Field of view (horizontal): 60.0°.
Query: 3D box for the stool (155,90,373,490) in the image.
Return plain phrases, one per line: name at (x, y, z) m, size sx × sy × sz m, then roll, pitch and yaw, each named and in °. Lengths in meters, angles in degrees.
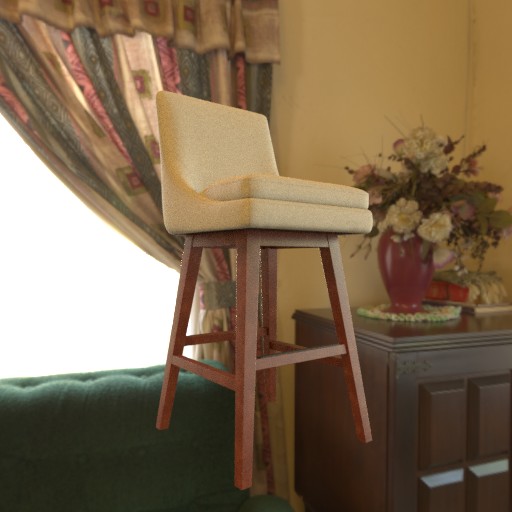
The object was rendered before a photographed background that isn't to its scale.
stool at (0.000, 0.000, 1.378) m, size 0.470 × 1.092 × 0.559 m, roll 0°, pitch 0°, yaw -37°
